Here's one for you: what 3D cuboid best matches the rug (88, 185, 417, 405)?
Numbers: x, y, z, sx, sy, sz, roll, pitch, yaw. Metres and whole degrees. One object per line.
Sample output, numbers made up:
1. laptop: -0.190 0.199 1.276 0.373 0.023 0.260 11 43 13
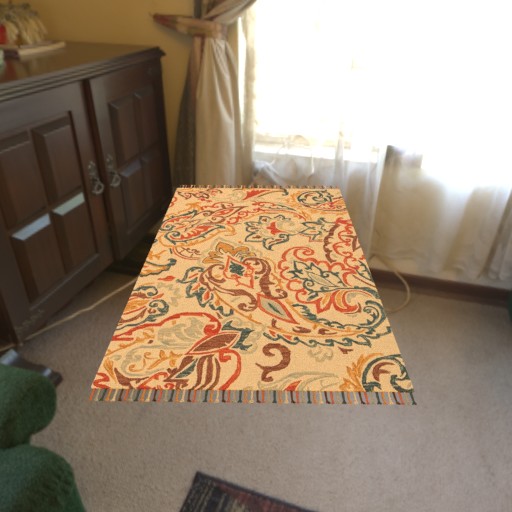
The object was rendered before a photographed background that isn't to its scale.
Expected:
1. rug: 0.000 0.000 3.125 1.523 0.010 2.584 0 31 1
